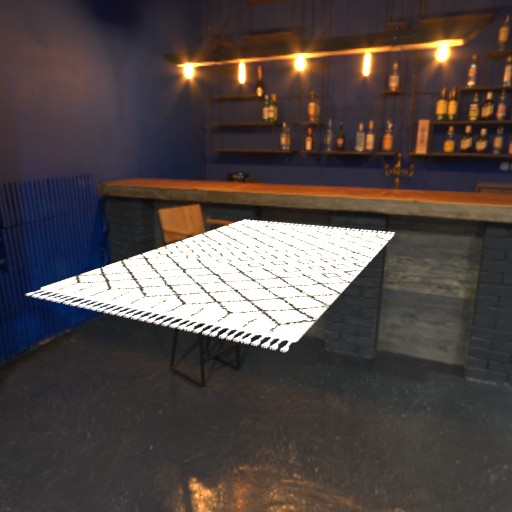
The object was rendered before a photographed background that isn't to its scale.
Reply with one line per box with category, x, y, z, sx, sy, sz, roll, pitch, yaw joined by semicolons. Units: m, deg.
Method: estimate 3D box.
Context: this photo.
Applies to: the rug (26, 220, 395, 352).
rug;0.000;0.000;2.481;1.196;0.008;2.006;7;16;25
